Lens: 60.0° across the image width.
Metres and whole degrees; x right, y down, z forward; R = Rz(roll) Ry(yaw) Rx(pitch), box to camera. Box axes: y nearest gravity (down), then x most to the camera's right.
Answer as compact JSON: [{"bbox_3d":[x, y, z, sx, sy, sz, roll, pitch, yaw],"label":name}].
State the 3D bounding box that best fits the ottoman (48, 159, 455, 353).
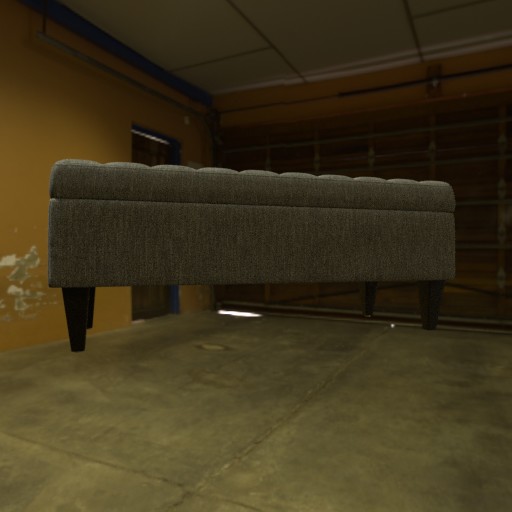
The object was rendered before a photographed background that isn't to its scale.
[{"bbox_3d":[0.000,0.000,1.406,1.151,0.469,0.482,0,0,-17],"label":"ottoman"}]
